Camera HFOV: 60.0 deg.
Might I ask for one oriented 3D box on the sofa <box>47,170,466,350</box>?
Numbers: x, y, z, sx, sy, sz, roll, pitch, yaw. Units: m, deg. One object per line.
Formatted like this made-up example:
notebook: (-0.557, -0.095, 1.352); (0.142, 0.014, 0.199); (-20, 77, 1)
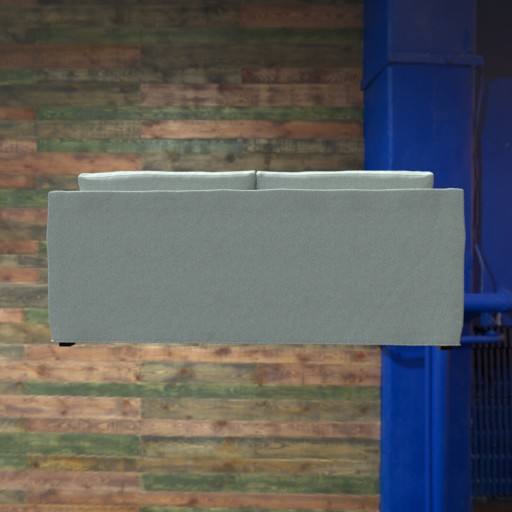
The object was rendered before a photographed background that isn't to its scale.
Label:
sofa: (0.000, 0.000, 2.519); (1.987, 0.870, 0.940); (0, 0, 3)
